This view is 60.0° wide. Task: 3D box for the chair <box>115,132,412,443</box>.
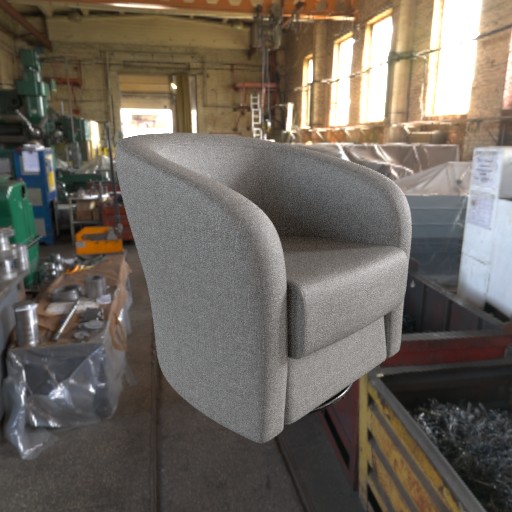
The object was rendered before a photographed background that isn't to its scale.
[{"bbox_3d":[0.000,0.000,1.420,0.815,0.771,0.791,14,20,43],"label":"chair"}]
